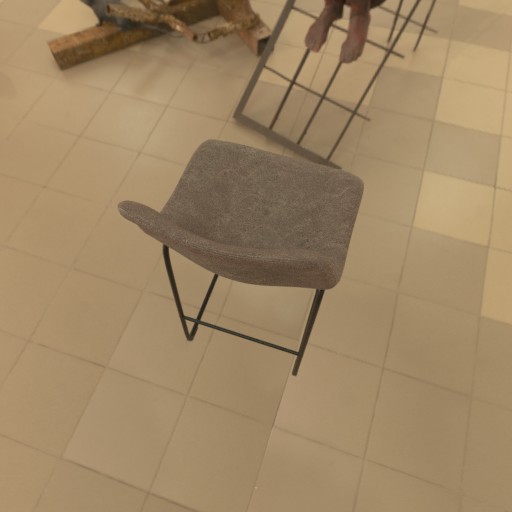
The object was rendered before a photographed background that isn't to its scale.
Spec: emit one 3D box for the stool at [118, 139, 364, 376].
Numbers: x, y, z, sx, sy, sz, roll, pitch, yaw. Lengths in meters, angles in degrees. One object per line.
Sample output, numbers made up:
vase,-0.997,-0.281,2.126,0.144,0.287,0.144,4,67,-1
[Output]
stool,0.000,0.000,1.375,0.514,1.082,0.561,16,64,8
